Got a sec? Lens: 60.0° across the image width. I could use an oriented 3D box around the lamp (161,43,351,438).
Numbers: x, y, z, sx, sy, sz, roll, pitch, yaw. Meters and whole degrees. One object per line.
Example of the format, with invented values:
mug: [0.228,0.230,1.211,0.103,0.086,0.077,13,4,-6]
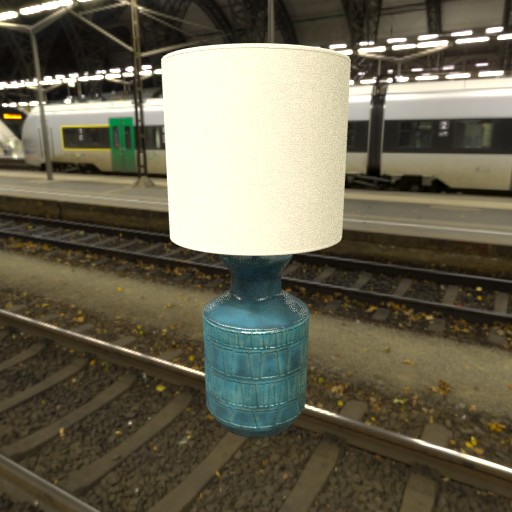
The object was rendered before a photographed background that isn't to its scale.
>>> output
lamp: [0.000,0.000,0.562,0.211,0.455,0.211,2,15,8]
